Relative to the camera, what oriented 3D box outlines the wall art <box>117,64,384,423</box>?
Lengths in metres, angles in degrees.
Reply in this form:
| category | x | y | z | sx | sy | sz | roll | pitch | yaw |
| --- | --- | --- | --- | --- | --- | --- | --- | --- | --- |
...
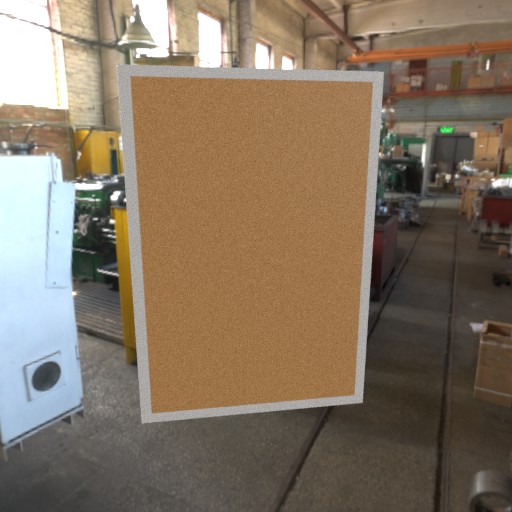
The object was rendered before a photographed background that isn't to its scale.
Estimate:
| category | x | y | z | sx | sy | sz | roll | pitch | yaw |
| --- | --- | --- | --- | --- | --- | --- | --- | --- | --- |
| wall art | 0.000 | 0.000 | 0.833 | 0.456 | 0.656 | 0.013 | -2 | 14 | -9 |
